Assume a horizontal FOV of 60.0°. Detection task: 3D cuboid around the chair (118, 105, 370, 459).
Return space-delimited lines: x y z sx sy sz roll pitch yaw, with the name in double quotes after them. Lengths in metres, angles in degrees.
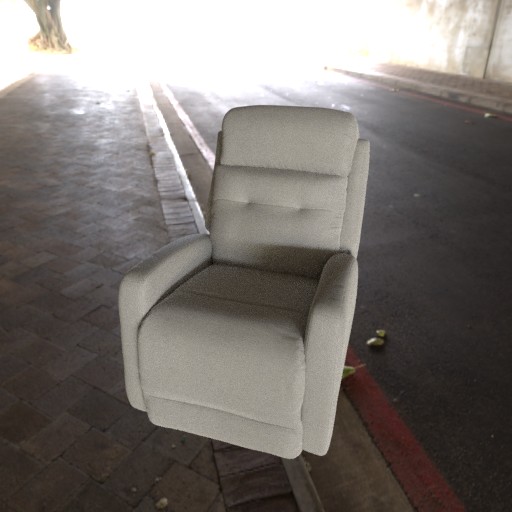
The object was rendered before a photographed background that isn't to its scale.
0.000 0.000 1.740 0.798 1.013 1.043 8 29 16 "chair"
